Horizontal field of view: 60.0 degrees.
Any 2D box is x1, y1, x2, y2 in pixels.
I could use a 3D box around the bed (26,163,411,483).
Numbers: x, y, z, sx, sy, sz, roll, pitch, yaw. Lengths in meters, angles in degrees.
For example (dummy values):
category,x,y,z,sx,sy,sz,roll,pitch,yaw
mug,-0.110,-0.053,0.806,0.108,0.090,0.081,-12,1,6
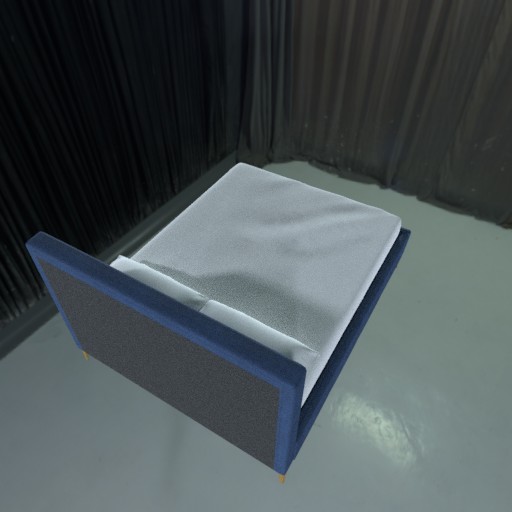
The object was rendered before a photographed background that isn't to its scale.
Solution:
category,x,y,z,sx,sy,sz,roll,pitch,yaw
bed,0.000,0.000,3.218,1.723,1.231,2.172,23,50,21
